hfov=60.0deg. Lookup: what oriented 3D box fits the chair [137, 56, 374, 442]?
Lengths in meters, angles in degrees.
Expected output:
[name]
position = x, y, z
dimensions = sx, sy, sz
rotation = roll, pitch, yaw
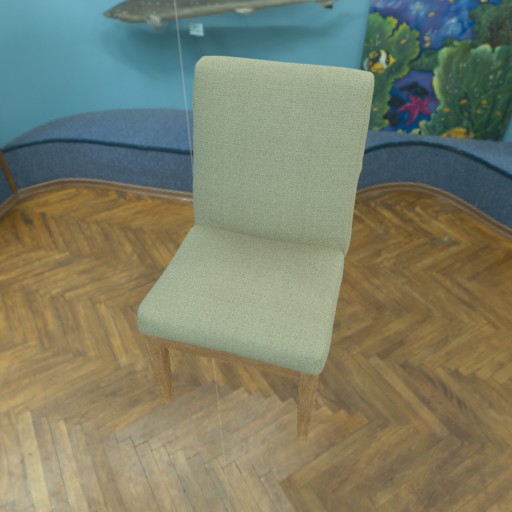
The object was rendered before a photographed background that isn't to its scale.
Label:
[chair]
position = 0.000, 0.000, 1.276
dimensions = 0.507, 0.911, 0.586
rotation = 11, 43, 12
